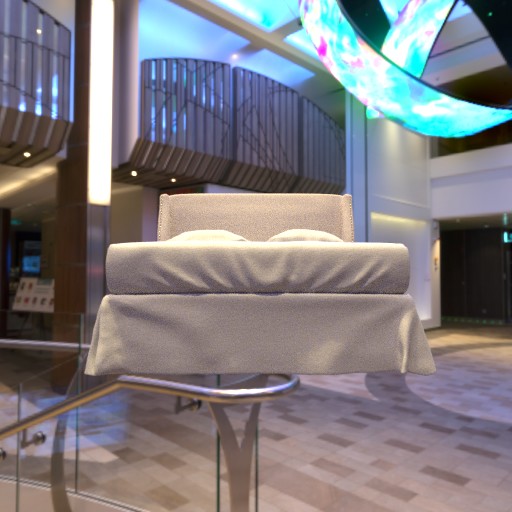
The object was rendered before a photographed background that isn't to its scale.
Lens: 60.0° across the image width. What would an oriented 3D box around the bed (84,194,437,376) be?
[{"bbox_3d":[0.000,0.000,3.370,1.925,1.332,2.276,0,-2,0],"label":"bed"}]
